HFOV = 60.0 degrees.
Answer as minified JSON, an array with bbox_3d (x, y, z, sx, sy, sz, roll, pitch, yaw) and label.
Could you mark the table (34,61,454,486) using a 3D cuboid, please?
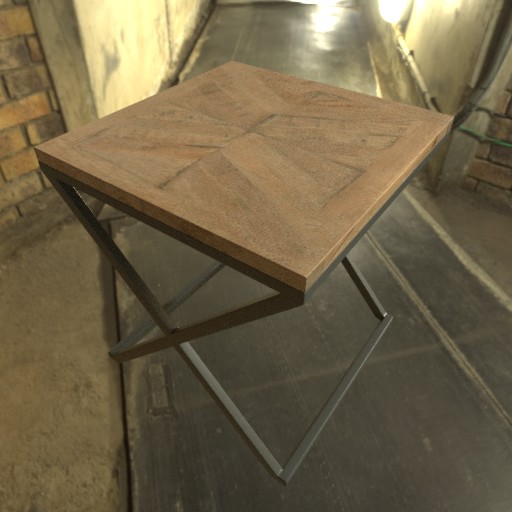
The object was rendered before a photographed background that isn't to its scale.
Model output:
[{"bbox_3d":[0.000,0.000,0.909,0.498,0.550,0.499,26,48,26],"label":"table"}]
